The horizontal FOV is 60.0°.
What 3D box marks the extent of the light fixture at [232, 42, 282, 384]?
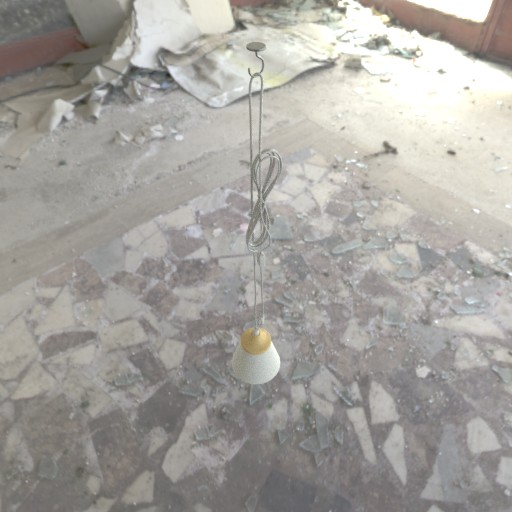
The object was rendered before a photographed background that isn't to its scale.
[{"bbox_3d":[0.000,0.000,1.056,0.153,0.966,0.153,-4,46,-3],"label":"light fixture"}]
